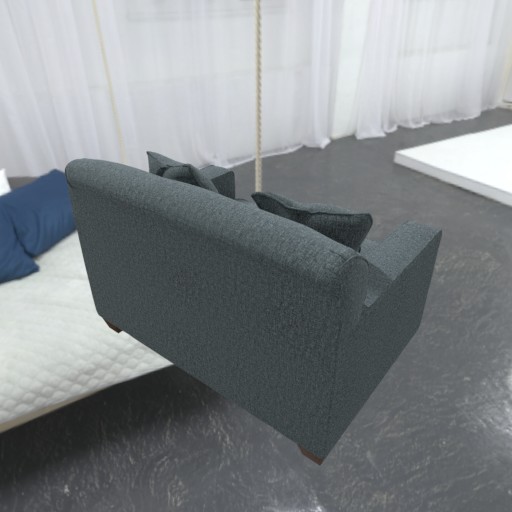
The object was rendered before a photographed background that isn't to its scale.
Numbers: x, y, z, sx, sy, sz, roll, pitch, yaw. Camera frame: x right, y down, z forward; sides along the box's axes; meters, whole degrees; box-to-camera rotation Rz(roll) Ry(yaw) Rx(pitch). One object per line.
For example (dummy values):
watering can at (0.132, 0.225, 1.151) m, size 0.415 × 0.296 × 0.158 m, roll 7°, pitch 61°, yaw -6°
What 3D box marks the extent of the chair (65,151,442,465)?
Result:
chair at (0.000, 0.000, 2.078) m, size 1.383 × 0.948 × 1.000 m, roll 22°, pitch 37°, yaw 32°
